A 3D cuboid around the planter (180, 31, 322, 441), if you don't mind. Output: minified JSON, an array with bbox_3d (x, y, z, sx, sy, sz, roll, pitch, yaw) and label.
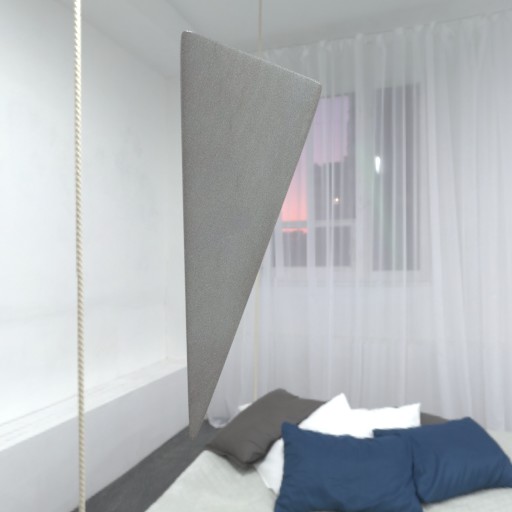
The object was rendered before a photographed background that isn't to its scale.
[{"bbox_3d":[0.000,0.000,0.156,0.047,0.130,0.058,0,0,-1],"label":"planter"}]
